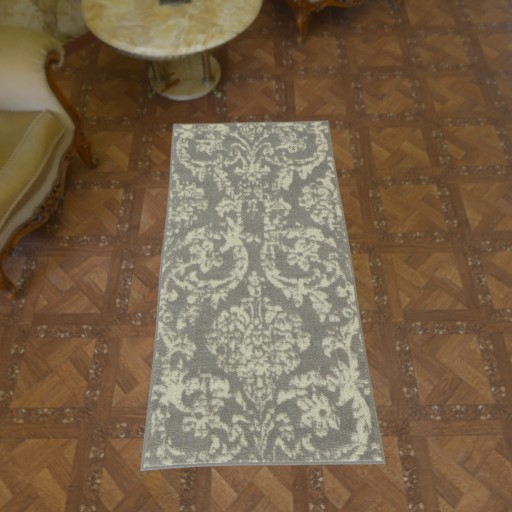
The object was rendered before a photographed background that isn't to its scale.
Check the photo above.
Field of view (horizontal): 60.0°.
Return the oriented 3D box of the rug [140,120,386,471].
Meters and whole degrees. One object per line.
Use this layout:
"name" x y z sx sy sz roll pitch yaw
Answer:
"rug" 0.000 0.000 1.405 0.604 0.007 1.219 -1 59 -1
